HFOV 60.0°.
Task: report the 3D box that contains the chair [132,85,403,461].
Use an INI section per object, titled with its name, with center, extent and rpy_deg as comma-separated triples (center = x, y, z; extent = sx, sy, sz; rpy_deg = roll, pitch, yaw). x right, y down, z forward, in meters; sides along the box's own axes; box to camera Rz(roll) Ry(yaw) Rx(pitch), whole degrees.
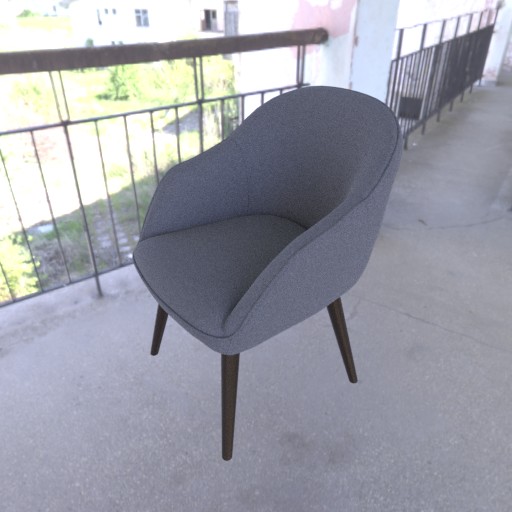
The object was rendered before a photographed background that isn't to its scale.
[chair]
center = 0.000, 0.000, 1.221
extent = 0.611, 0.810, 0.589
rpy_deg = -20, 36, -29
